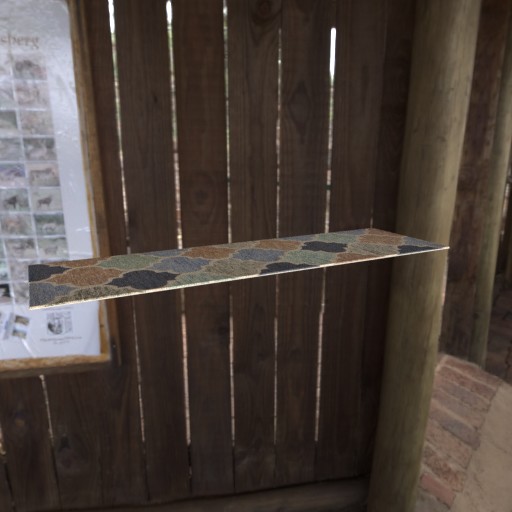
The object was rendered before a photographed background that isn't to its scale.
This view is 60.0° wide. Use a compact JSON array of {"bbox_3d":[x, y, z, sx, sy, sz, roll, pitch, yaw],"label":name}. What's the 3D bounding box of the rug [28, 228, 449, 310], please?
[{"bbox_3d":[0.000,0.000,2.487,2.287,0.011,0.687,-7,16,-26],"label":"rug"}]
